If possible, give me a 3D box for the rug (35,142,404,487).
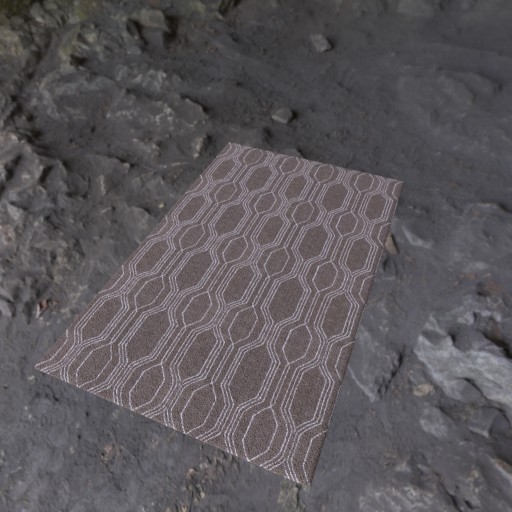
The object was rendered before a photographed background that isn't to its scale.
[{"bbox_3d":[0.000,0.000,2.951,1.541,0.012,2.457,17,48,16],"label":"rug"}]
